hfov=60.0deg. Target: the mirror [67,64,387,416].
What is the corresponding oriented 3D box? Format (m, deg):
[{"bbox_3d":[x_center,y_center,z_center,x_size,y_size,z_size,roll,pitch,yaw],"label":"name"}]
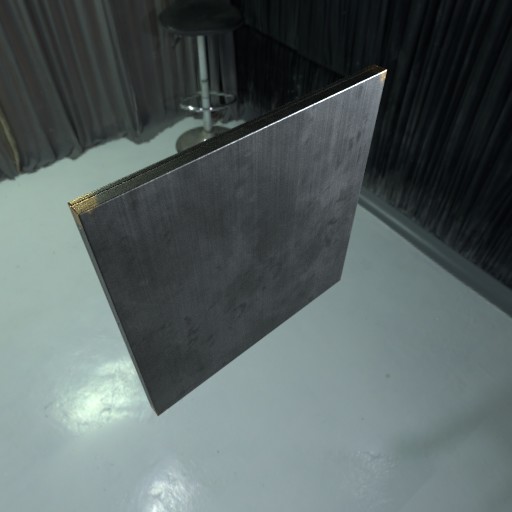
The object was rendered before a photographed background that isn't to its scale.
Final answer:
[{"bbox_3d":[0.000,0.000,0.572,0.382,0.381,0.020,-32,55,-26],"label":"mirror"}]
